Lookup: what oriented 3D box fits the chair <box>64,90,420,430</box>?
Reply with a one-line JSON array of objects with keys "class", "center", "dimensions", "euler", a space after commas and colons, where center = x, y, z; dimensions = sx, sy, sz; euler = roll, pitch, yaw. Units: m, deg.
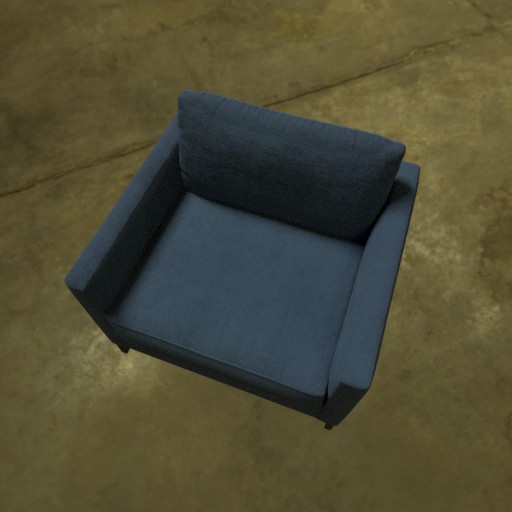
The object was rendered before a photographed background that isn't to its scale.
[{"class": "chair", "center": [0.000, 0.000, 1.620], "dimensions": [0.964, 0.812, 0.875], "euler": [17, 60, 10]}]
